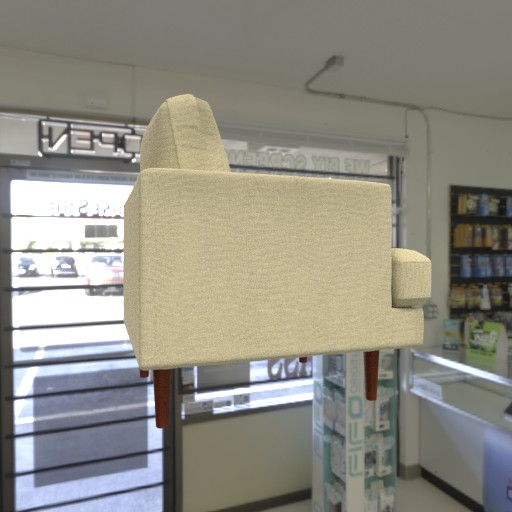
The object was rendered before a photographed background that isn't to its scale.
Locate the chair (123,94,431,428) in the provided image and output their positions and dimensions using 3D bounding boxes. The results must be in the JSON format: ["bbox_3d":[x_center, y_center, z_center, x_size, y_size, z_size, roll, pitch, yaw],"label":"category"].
[{"bbox_3d":[0.000,0.000,1.630,0.899,0.957,0.858,0,1,-19],"label":"chair"}]
